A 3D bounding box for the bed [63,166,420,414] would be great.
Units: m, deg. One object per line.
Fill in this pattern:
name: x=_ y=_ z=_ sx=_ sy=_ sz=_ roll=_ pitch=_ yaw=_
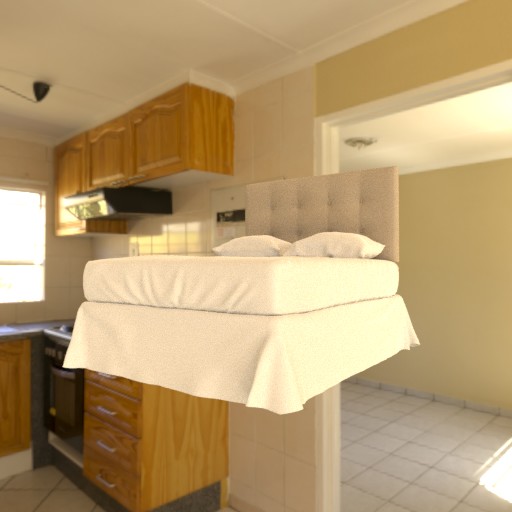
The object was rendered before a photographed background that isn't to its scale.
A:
bed: x=0.000 y=0.000 z=3.481 sx=1.936 sy=1.577 sz=2.222 roll=-1 pitch=-1 yaw=35
